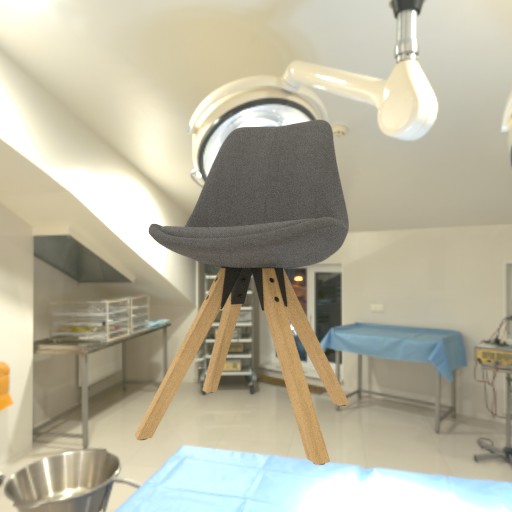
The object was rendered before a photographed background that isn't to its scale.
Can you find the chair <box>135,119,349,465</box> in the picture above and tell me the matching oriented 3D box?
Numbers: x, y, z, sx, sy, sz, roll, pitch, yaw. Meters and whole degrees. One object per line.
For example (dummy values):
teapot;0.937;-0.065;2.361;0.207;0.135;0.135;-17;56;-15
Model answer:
chair;0.000;0.000;1.178;0.485;0.850;0.550;0;-1;18
